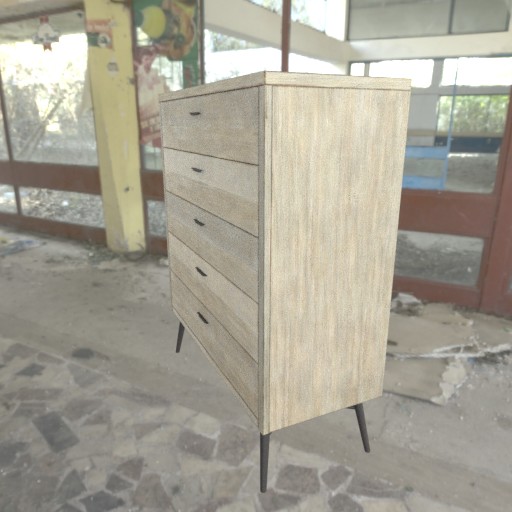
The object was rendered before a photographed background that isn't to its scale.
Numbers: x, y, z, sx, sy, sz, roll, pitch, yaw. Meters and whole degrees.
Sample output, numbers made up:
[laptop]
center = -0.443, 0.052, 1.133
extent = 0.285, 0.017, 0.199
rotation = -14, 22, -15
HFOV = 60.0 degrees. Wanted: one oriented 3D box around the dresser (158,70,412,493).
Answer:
[dresser]
center = 0.000, 0.000, 1.718
extent = 0.457, 1.219, 1.016
rotation = -8, 18, -24
